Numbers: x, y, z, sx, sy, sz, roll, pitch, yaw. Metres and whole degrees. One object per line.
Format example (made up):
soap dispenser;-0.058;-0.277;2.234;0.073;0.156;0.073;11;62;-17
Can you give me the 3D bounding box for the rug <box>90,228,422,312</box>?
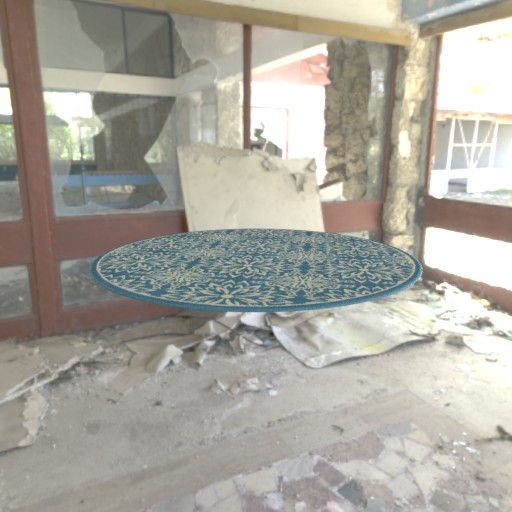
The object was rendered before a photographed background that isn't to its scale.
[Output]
rug;0.000;0.000;2.256;1.593;0.012;1.593;0;13;0
